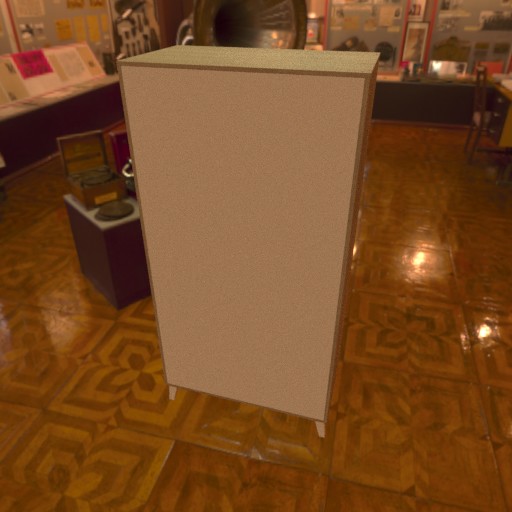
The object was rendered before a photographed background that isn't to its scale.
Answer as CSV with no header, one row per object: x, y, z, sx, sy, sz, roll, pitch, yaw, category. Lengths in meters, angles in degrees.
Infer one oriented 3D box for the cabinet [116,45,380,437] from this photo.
0.000,0.000,2.417,1.006,1.999,0.571,9,33,14,cabinet
